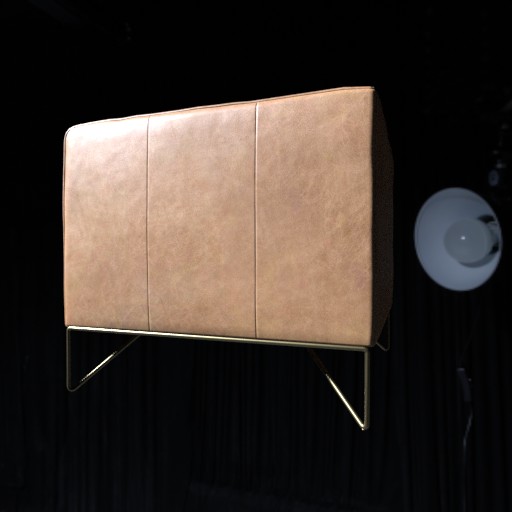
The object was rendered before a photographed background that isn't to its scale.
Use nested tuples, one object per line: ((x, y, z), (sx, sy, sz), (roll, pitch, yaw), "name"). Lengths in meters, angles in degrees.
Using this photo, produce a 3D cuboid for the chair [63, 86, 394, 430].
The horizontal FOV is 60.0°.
((0.000, 0.000, 1.576), (0.912, 0.797, 0.920), (0, 0, 20), "chair")
